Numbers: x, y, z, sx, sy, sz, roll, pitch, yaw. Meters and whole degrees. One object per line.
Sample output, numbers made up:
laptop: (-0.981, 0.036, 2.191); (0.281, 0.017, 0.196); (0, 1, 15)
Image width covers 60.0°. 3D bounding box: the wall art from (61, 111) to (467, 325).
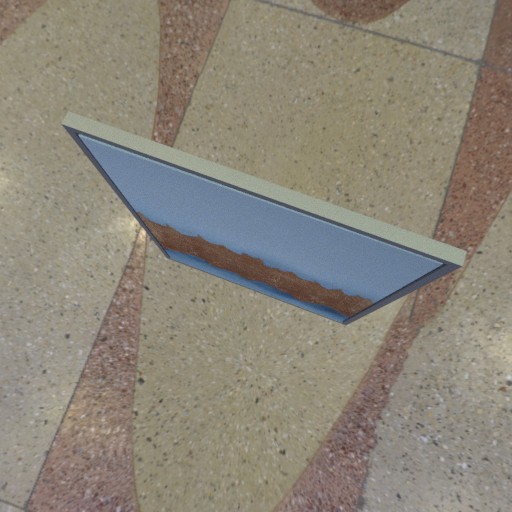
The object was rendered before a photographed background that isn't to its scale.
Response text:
wall art: (0.000, 0.000, 1.323); (0.789, 1.042, 0.034); (20, 76, 5)
